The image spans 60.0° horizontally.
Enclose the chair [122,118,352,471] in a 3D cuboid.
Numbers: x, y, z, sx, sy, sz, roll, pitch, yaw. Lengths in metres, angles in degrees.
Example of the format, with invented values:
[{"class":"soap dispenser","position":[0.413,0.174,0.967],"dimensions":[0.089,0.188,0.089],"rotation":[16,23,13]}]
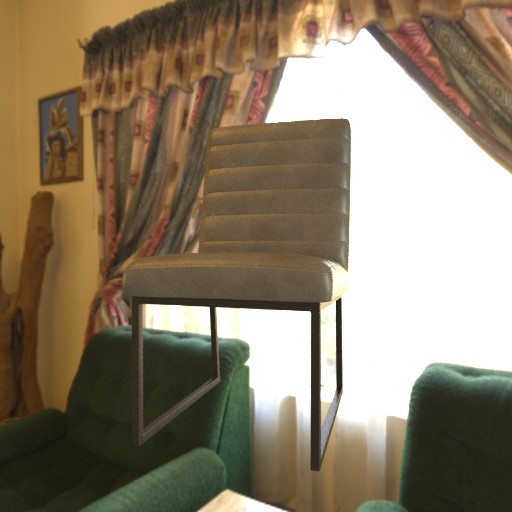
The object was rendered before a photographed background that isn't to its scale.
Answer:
[{"class":"chair","position":[0.000,0.000,1.309],"dimensions":[0.520,0.930,0.634],"rotation":[0,1,16]}]
